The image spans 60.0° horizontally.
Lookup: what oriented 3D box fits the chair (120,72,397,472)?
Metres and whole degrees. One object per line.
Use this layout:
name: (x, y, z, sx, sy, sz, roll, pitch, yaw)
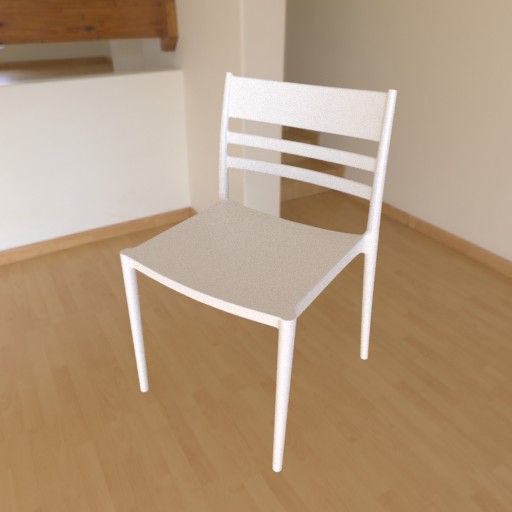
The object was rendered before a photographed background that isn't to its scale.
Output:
chair: (0.000, 0.000, 1.143, 0.531, 0.800, 0.511, 19, 35, 28)
